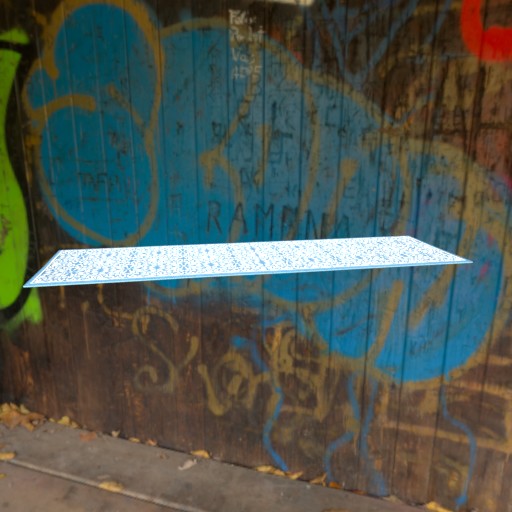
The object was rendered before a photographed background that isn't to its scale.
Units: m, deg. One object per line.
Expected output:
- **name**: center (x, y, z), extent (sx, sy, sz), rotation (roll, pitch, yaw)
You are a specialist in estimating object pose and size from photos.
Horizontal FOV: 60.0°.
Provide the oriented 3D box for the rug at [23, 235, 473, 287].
- **rug**: center (0.000, 0.000, 2.446), extent (2.196, 0.011, 0.662), rotation (-3, 15, -10)
